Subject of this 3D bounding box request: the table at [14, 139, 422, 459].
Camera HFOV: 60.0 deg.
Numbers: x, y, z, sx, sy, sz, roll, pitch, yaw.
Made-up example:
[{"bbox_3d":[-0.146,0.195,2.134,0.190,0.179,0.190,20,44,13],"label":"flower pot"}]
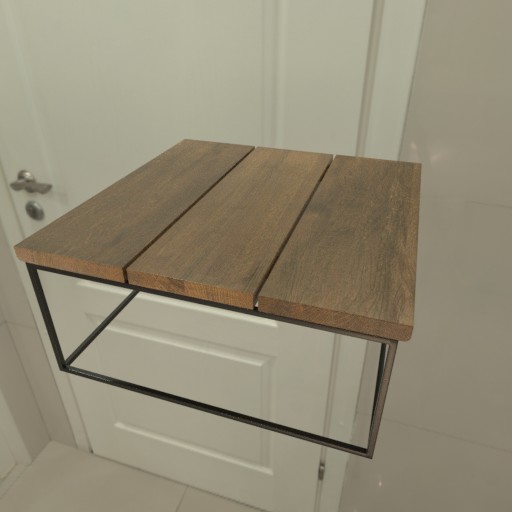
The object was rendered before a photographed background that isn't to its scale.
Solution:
[{"bbox_3d":[0.000,0.000,1.386,0.900,0.400,0.900,10,33,16],"label":"table"}]
